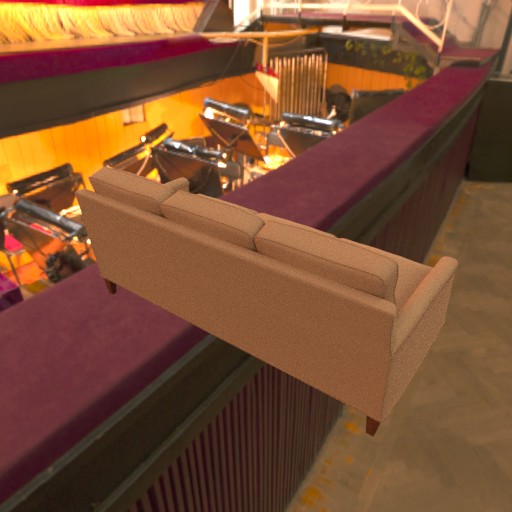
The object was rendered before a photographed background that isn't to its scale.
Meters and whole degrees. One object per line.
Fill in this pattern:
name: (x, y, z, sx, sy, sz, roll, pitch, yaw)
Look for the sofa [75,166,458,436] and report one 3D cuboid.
sofa: (0.000, 0.000, 2.868, 2.246, 1.003, 1.084, 21, 36, 31)
